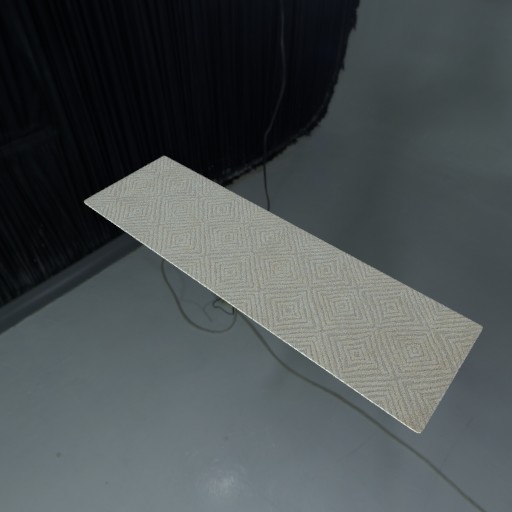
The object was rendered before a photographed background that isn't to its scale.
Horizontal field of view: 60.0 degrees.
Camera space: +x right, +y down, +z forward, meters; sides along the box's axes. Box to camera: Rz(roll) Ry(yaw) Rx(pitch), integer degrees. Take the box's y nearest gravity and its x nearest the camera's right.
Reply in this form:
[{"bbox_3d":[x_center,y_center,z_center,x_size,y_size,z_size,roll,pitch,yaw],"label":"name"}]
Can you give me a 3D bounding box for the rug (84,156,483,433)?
[{"bbox_3d":[0.000,0.000,2.453,2.277,0.008,0.676,31,53,27],"label":"rug"}]
